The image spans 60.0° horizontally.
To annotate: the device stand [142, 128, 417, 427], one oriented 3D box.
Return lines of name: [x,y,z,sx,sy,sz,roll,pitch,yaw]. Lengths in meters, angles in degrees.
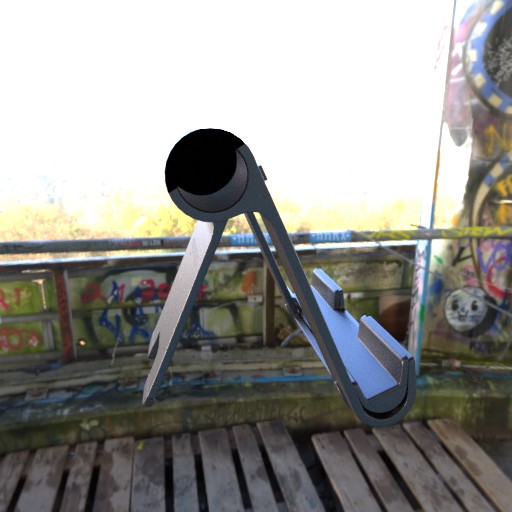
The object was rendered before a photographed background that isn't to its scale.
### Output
device stand: [0.000,0.000,0.152,0.079,0.084,0.088,-3,16,-10]
